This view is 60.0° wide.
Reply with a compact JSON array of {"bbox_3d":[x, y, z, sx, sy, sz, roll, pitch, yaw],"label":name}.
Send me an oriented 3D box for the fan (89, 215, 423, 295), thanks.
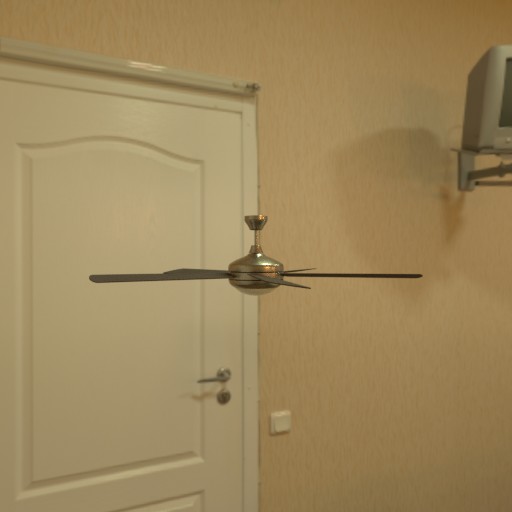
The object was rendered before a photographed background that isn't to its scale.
[{"bbox_3d":[0.000,0.000,1.992,1.321,0.356,1.321,0,0,36],"label":"fan"}]
